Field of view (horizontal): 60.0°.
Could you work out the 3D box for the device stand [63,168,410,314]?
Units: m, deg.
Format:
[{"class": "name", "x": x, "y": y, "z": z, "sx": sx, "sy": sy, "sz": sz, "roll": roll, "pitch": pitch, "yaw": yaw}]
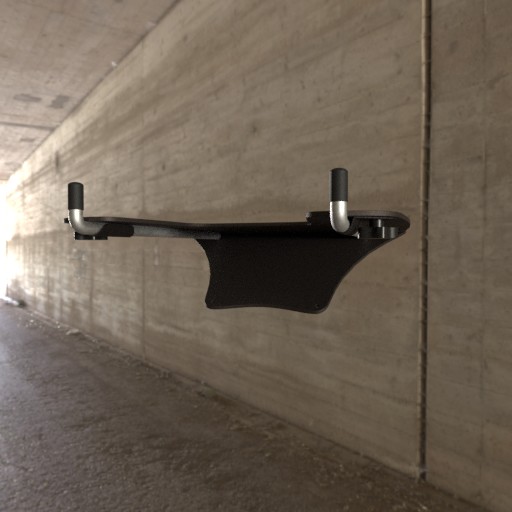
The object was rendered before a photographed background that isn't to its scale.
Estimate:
[{"class": "device stand", "x": 0.000, "y": 0.000, "z": 0.348, "sx": 0.230, "sy": 0.092, "sz": 0.230, "roll": 0, "pitch": 1, "yaw": 18}]
